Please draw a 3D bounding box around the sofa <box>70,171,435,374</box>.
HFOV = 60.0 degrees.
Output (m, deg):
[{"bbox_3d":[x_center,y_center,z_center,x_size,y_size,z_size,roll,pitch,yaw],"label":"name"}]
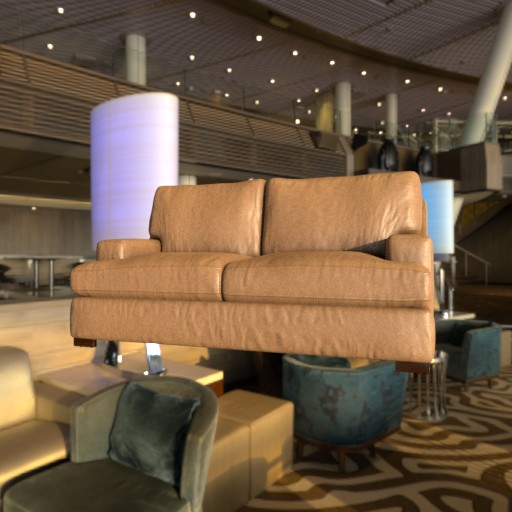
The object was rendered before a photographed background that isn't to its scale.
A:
[{"bbox_3d":[0.000,0.000,2.501,1.855,0.980,0.962,0,0,19],"label":"sofa"}]
